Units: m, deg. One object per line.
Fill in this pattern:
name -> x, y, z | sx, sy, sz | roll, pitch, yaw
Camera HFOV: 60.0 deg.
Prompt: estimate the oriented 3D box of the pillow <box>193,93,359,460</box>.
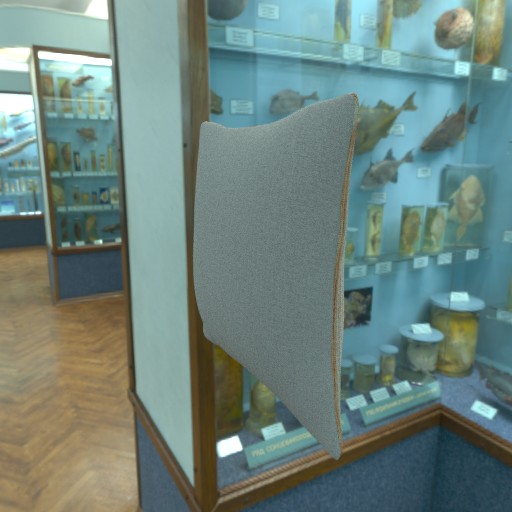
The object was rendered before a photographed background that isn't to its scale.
pillow -> 0.000, 0.000, 0.669 | 0.136, 0.419, 0.437 | -6, 14, -27
